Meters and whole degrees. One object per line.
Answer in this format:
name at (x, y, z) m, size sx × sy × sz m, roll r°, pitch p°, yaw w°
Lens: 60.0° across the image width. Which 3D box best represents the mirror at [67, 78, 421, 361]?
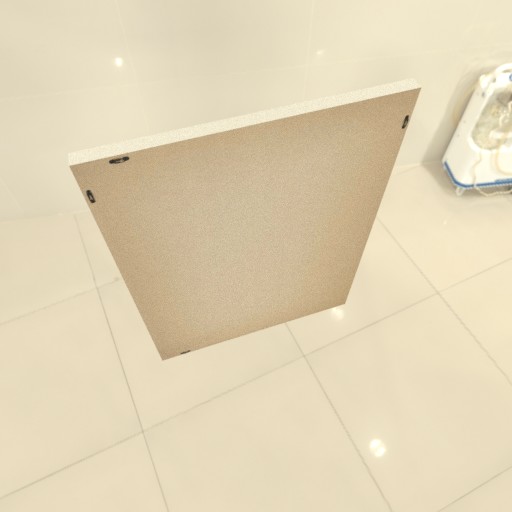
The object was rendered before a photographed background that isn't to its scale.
mirror at (0.000, 0.000, 1.340) m, size 0.762 × 1.016 × 0.041 m, roll -16°, pitch 57°, yaw -10°
